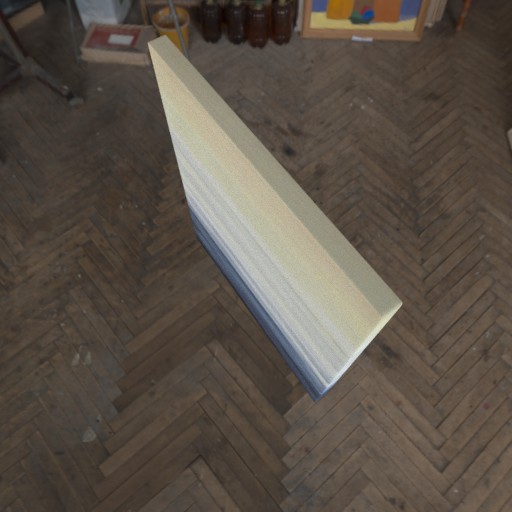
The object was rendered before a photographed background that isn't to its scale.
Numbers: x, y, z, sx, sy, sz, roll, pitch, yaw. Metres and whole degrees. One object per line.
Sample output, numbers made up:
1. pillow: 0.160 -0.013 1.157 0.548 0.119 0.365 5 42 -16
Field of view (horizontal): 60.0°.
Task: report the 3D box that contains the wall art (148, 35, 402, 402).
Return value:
1. wall art: 0.000 0.000 0.979 0.041 0.710 0.608 -32 68 -15
